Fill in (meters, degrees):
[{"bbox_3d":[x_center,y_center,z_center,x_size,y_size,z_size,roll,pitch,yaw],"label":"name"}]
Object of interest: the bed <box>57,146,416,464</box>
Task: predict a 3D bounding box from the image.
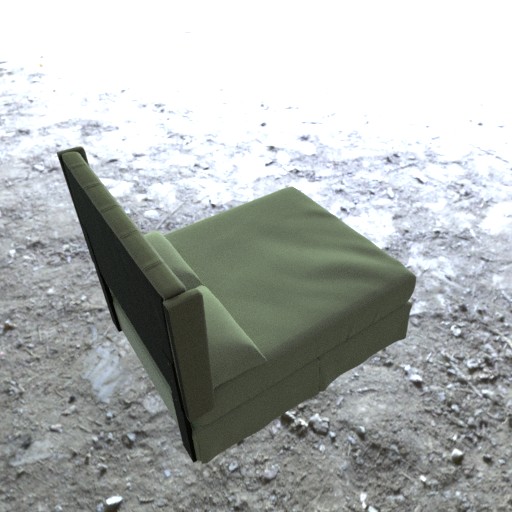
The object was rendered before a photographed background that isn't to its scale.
[{"bbox_3d":[0.000,0.000,3.393,2.066,1.665,1.719,-24,47,-25],"label":"bed"}]
